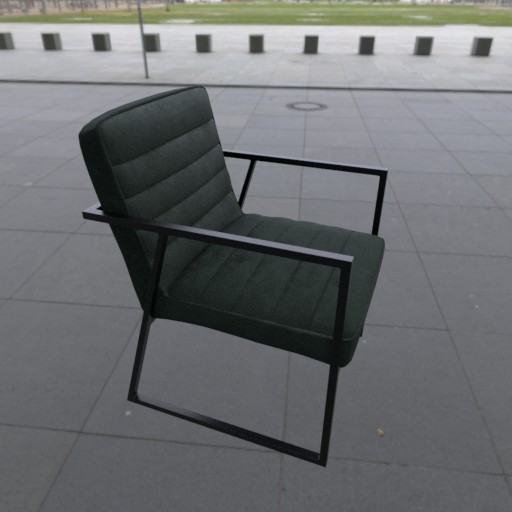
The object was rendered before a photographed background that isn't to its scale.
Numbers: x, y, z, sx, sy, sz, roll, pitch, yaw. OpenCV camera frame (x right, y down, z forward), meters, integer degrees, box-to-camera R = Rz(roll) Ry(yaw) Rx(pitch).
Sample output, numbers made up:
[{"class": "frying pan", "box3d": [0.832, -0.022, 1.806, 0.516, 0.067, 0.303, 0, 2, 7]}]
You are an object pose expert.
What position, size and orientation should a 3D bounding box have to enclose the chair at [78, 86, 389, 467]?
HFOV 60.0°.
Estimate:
[{"class": "chair", "box3d": [0.000, 0.000, 1.263, 0.677, 0.833, 0.571, 11, 32, 18]}]
